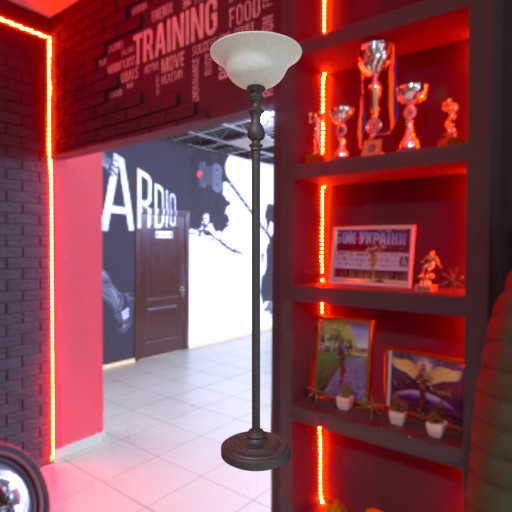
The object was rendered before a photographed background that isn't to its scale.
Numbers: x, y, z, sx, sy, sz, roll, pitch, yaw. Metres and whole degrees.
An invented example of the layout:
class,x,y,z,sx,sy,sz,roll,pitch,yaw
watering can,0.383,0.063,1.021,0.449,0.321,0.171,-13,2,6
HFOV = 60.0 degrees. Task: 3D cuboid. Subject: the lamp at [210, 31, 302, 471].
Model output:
class,x,y,z,sx,sy,sz,roll,pitch,yaw
lamp,0.000,0.000,1.978,0.405,1.797,0.405,0,1,-20
